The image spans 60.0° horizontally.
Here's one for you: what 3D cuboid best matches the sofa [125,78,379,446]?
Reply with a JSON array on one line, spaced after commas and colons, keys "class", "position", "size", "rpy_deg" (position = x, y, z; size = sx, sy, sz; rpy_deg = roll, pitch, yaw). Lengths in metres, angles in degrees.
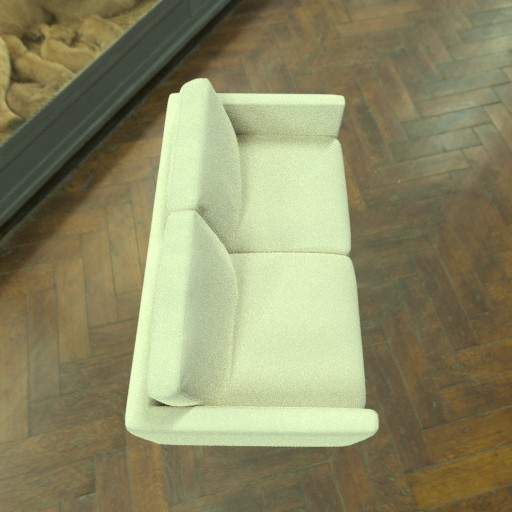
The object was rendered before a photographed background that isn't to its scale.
[{"class": "sofa", "position": [0.000, 0.000, 2.190], "size": [0.964, 0.888, 1.702], "rpy_deg": [1, 63, 0]}]
